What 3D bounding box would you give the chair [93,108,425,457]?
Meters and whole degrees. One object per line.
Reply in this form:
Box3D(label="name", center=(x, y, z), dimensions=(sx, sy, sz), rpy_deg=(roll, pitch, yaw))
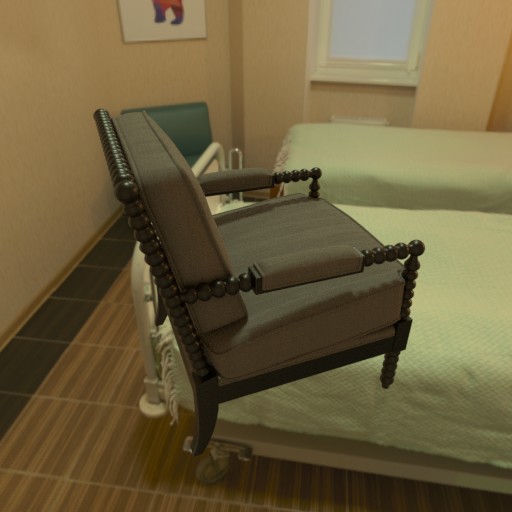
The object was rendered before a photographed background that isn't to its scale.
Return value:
Box3D(label="chair", center=(0.000, 0.000, 1.090), dimensions=(0.622, 0.661, 0.540), rpy_deg=(-11, 34, -18))
